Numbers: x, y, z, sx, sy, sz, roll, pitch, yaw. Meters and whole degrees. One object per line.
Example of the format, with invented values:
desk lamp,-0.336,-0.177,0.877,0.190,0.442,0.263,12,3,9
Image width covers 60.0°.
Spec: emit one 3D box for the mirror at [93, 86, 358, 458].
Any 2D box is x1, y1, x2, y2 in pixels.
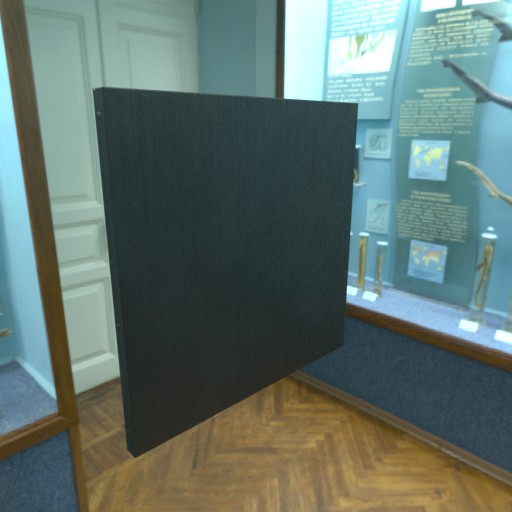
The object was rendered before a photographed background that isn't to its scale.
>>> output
mirror,0.000,0.000,0.563,0.382,0.381,0.020,-15,22,-41
